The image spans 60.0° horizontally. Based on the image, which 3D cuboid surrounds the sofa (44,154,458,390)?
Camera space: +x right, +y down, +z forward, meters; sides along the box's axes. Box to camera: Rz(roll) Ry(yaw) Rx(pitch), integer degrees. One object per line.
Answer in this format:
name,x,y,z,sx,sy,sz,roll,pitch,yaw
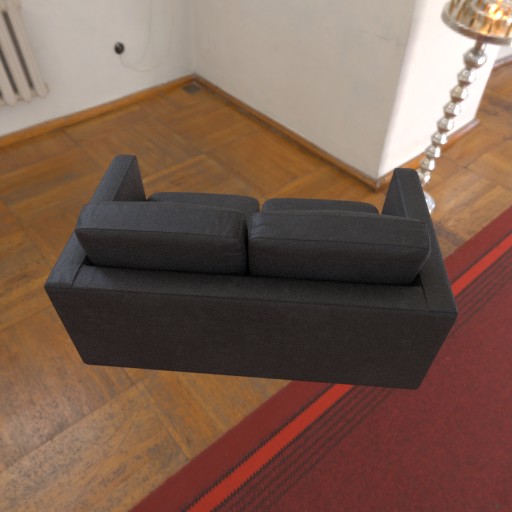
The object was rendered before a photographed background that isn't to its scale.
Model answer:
sofa,0.000,0.000,1.982,1.430,0.899,0.879,3,46,3
